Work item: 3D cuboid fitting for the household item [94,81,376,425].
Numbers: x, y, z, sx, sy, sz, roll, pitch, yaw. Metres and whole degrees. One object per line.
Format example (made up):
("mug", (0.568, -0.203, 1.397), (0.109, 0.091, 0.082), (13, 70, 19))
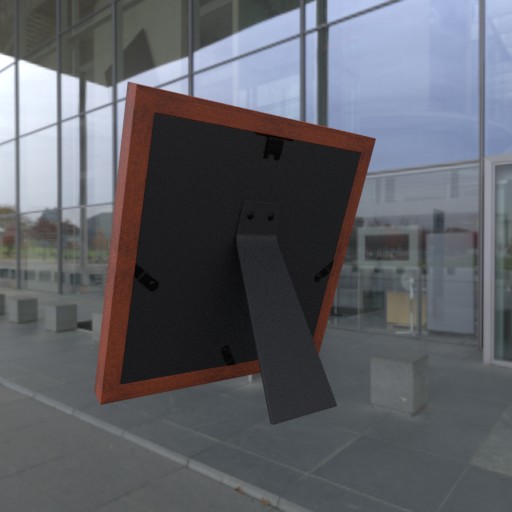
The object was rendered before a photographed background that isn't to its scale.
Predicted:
("household item", (0.000, 0.000, 0.387), (0.240, 0.240, 0.131), (0, 1, -36))
